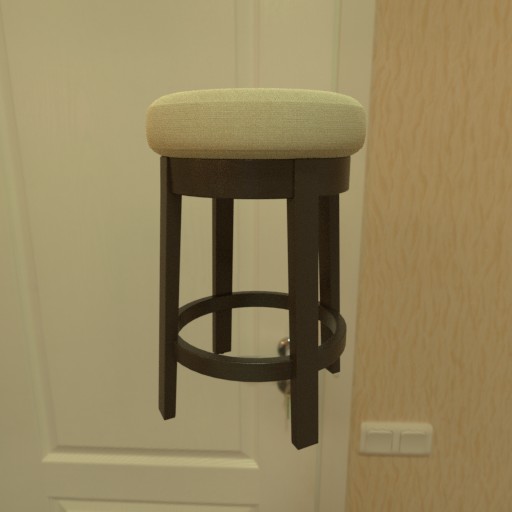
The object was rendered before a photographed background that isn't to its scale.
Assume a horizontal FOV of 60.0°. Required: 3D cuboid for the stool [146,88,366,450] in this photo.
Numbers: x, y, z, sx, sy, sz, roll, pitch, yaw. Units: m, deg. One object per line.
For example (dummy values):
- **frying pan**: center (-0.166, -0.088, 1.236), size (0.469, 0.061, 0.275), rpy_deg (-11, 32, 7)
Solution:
- **stool**: center (0.000, 0.000, 0.955), size (0.449, 0.655, 0.449), rpy_deg (0, 15, 0)
